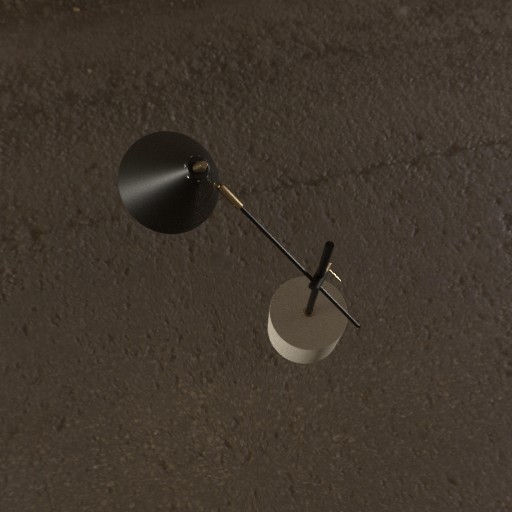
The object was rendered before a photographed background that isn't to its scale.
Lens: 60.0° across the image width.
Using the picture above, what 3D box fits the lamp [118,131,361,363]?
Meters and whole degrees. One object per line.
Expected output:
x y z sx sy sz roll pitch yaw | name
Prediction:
0.000 0.000 0.737 0.403 0.518 0.214 36 69 16 | lamp
